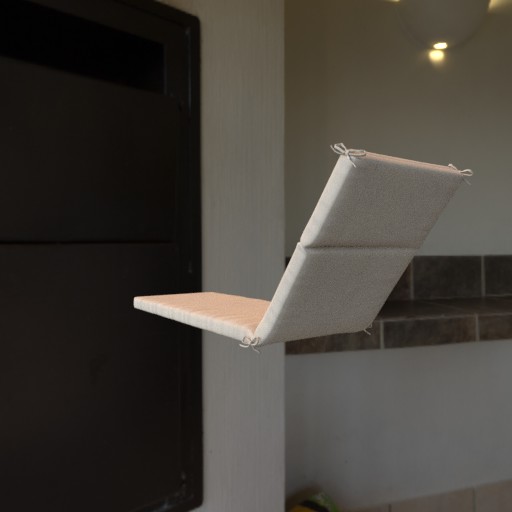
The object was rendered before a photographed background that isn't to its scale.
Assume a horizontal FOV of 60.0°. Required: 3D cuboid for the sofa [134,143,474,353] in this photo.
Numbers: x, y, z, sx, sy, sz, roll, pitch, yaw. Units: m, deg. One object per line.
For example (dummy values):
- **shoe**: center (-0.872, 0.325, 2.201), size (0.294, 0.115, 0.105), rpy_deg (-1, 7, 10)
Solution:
- **sofa**: center (0.000, 0.000, 1.939), size (0.582, 0.622, 1.663), rpy_deg (-1, 1, -35)
